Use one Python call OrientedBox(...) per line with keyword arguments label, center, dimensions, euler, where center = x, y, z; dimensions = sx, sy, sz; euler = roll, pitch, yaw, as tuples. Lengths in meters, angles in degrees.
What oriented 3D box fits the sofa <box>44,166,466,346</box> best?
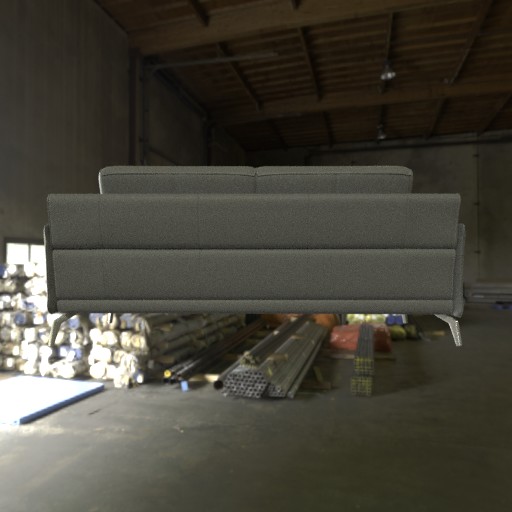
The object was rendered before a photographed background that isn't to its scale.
OrientedBox(label="sofa", center=(0.000, 0.000, 2.587), dimensions=(2.100, 0.900, 0.969), euler=(0, -1, 0))
